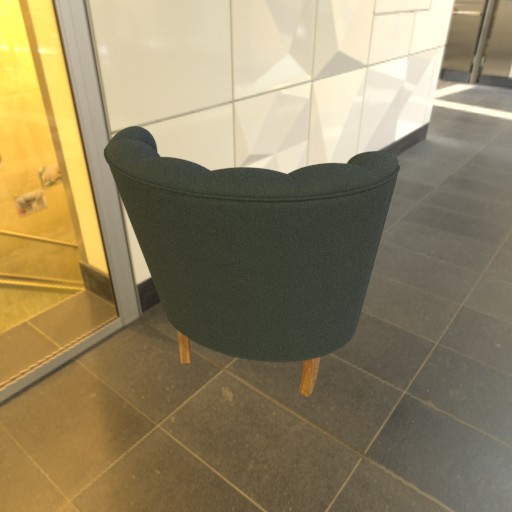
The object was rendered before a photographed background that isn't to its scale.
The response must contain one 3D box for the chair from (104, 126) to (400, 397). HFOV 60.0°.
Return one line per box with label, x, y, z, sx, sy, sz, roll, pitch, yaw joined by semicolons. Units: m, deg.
chair;0.000;0.000;1.345;0.740;0.771;0.718;10;33;16
